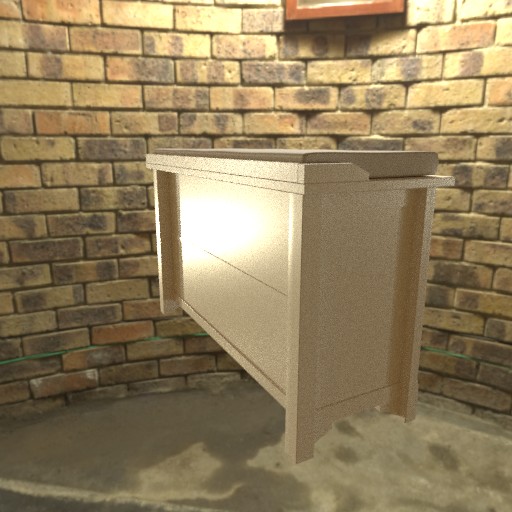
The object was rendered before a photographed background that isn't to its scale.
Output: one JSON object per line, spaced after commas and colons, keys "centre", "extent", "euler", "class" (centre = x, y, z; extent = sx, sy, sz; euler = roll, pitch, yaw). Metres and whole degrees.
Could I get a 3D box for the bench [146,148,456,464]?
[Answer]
{"centre": [0.000, 0.000, 1.255], "extent": [0.346, 0.589, 0.987], "euler": [-7, 16, -27], "class": "bench"}
